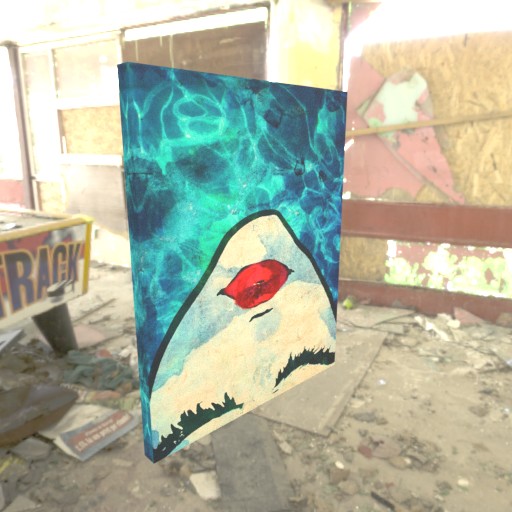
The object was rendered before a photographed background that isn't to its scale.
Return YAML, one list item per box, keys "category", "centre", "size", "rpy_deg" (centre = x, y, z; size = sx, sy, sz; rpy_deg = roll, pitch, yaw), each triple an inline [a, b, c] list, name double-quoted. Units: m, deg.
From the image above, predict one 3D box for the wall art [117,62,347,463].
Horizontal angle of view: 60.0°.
- category: "wall art"
  centre: [0.000, 0.000, 1.026]
  size: [0.609, 0.760, 0.038]
  rpy_deg: [-13, 19, -42]
